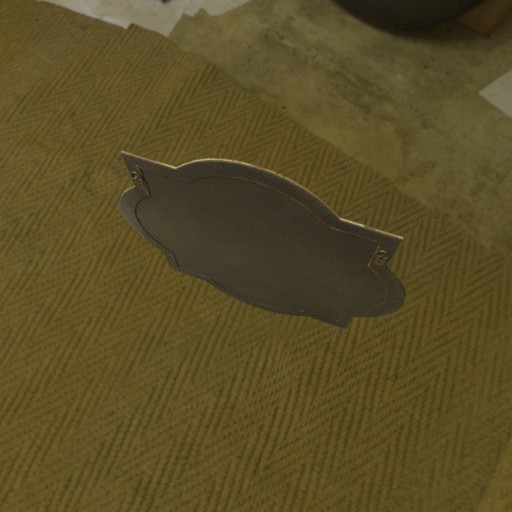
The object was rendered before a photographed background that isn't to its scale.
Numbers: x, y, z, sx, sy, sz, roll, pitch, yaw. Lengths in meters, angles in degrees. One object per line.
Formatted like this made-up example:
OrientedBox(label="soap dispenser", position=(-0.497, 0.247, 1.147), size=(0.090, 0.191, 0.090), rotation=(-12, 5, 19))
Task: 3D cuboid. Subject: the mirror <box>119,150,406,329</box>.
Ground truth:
OrientedBox(label="mirror", position=(0.000, 0.000, 1.056), size=(0.686, 0.686, 0.019), rotation=(18, 66, 9))
